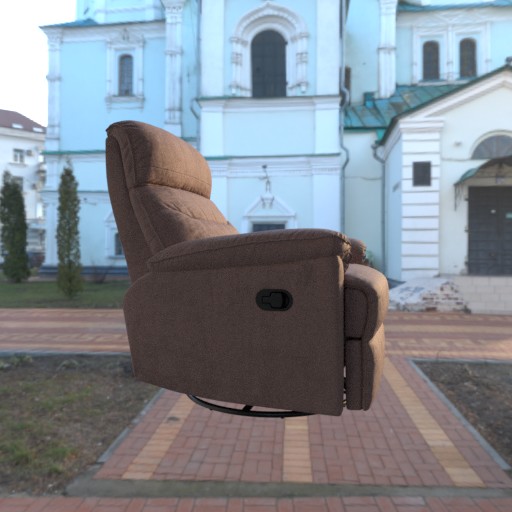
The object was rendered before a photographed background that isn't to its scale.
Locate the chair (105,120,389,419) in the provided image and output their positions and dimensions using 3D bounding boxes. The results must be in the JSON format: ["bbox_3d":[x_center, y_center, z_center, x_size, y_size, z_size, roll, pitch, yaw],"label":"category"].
[{"bbox_3d":[0.000,0.000,1.747,1.004,1.037,0.820,0,0,18],"label":"chair"}]
